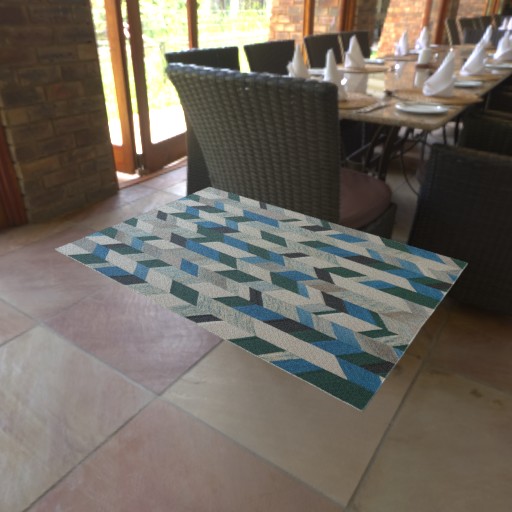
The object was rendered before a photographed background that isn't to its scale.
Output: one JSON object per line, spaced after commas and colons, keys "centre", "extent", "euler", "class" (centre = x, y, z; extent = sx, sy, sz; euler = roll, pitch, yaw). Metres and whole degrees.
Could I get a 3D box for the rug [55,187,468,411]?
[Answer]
{"centre": [0.000, 0.000, 2.346], "extent": [1.827, 0.005, 1.229], "euler": [21, 35, 32], "class": "rug"}
